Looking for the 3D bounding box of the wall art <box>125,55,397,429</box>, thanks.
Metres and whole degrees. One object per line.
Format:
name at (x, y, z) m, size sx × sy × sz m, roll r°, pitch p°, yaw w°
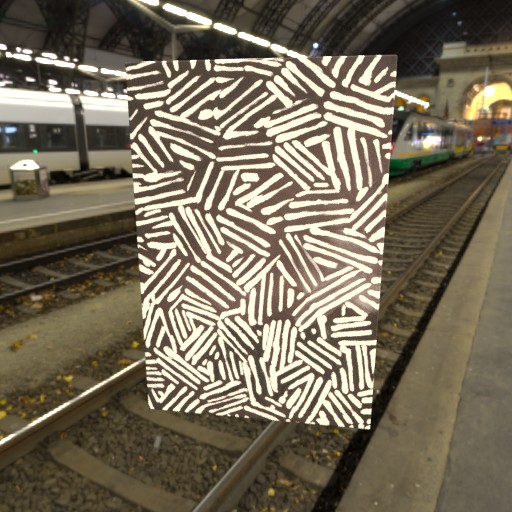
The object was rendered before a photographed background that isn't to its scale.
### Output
wall art at (0.000, 0.000, 1.119) m, size 0.615 × 0.918 × 0.035 m, roll 2°, pitch 15°, yaw 8°
